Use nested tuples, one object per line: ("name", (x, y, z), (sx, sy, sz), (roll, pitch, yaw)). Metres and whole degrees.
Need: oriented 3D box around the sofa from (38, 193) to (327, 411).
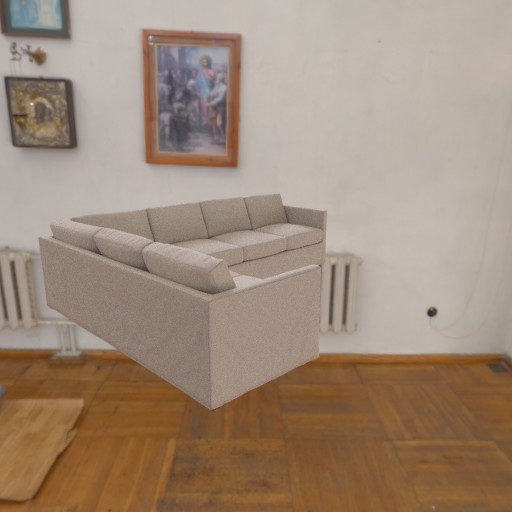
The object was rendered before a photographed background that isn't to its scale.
("sofa", (0.000, 0.000, 4.331), (2.432, 0.871, 3.182), (14, 20, 43))
